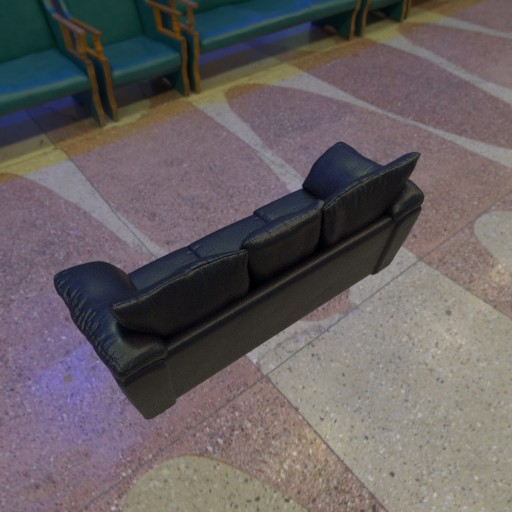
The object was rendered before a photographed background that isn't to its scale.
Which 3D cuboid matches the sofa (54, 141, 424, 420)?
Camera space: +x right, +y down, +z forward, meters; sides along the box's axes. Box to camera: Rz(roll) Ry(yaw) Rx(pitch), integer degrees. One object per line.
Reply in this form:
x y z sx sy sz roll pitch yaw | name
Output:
0.000 0.000 2.932 2.336 1.073 0.880 -28 53 -24 | sofa
